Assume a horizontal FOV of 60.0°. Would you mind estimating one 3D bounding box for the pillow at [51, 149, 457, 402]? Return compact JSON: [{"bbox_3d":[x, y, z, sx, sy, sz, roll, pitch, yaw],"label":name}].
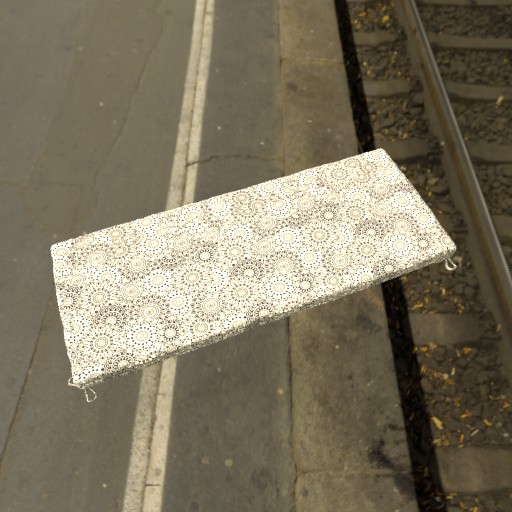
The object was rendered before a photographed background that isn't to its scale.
[{"bbox_3d":[0.000,0.000,1.342,1.187,0.081,0.492,-18,59,-11],"label":"pillow"}]
